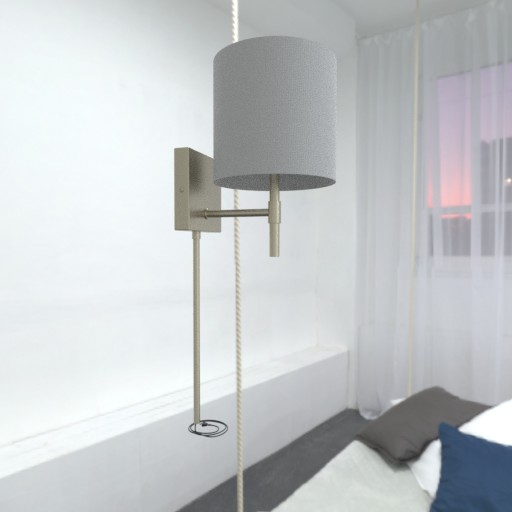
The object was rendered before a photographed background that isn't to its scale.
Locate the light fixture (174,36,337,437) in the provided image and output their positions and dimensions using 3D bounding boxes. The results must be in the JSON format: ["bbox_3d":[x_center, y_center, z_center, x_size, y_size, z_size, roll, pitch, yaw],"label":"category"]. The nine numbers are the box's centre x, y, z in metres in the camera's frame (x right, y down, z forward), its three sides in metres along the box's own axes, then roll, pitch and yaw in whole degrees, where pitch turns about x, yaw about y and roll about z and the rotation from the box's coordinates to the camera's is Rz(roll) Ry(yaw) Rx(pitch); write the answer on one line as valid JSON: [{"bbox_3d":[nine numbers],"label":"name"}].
[{"bbox_3d":[0.000,0.000,0.698,0.248,0.589,0.188,0,1,18],"label":"light fixture"}]
